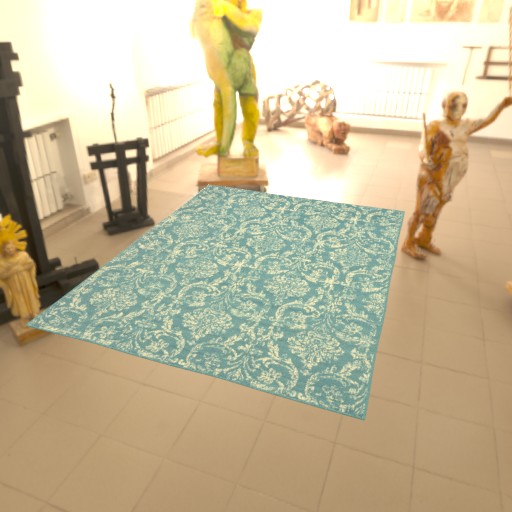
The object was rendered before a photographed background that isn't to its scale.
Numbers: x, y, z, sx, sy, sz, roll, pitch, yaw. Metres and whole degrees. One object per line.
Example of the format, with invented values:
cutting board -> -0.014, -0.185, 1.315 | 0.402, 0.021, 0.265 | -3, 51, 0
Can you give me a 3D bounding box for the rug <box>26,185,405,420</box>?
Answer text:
rug -> 0.000, 0.000, 3.976 | 2.363, 0.012, 2.980 | 10, 31, 18
